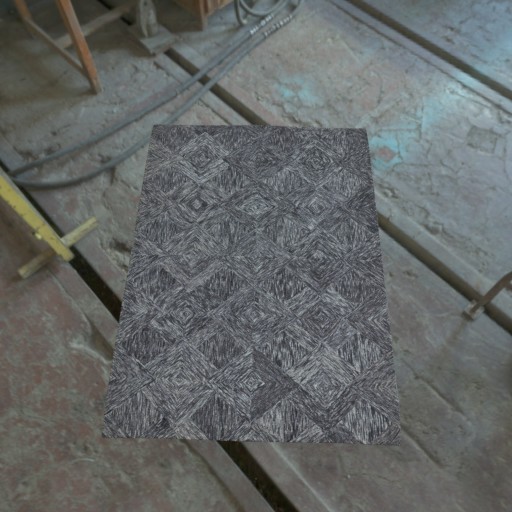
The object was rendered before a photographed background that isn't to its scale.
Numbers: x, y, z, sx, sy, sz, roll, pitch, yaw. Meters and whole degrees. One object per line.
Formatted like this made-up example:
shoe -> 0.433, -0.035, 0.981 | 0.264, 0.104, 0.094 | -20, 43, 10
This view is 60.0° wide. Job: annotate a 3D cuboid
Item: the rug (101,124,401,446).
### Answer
rug -> 0.000, 0.000, 5.279 | 2.997, 0.020, 4.093 | 1, 63, 1
